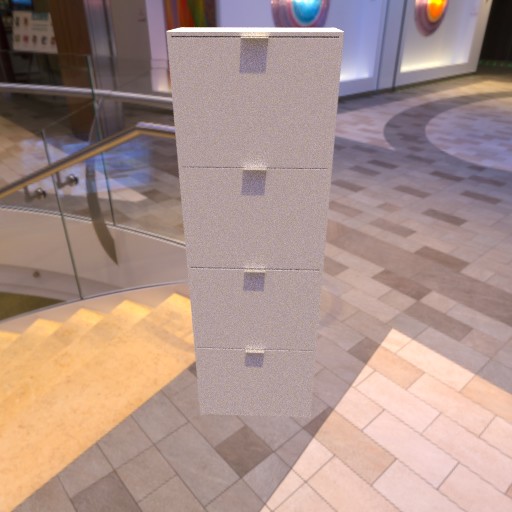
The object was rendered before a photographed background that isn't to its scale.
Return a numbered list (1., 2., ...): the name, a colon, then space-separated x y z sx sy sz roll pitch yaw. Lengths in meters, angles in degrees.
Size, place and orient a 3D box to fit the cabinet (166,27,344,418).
1. cabinet: 0.000 0.000 1.790 0.520 1.630 0.255 1 30 2
